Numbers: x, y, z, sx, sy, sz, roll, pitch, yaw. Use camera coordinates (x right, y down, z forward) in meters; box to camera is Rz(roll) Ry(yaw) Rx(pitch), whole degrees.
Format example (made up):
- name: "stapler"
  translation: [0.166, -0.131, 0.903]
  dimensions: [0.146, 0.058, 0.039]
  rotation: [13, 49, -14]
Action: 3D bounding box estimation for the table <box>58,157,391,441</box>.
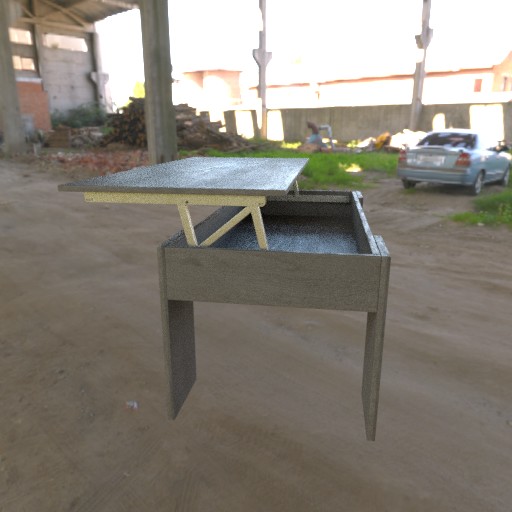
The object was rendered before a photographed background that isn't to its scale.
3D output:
- name: "table"
  translation: [0.000, 0.000, 1.458]
  dimensions: [0.711, 0.570, 1.000]
  rotation: [3, 16, 9]
